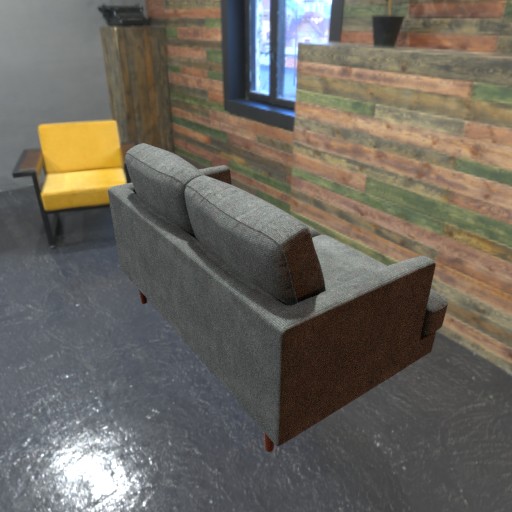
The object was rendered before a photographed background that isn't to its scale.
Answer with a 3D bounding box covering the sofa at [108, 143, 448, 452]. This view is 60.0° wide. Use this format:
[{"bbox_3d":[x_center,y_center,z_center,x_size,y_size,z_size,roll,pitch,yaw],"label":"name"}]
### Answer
[{"bbox_3d":[0.000,0.000,2.184,0.903,0.956,1.582,-18,33,-31],"label":"sofa"}]
